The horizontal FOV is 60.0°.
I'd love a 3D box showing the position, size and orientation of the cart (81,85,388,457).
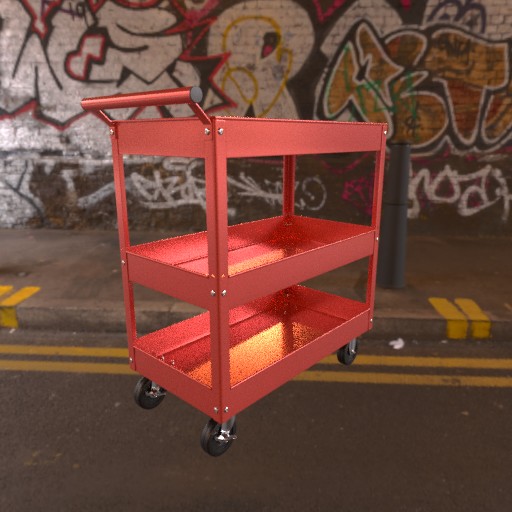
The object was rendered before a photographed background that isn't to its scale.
[{"bbox_3d":[0.000,0.000,1.189,0.366,0.780,0.719,13,20,40],"label":"cart"}]
